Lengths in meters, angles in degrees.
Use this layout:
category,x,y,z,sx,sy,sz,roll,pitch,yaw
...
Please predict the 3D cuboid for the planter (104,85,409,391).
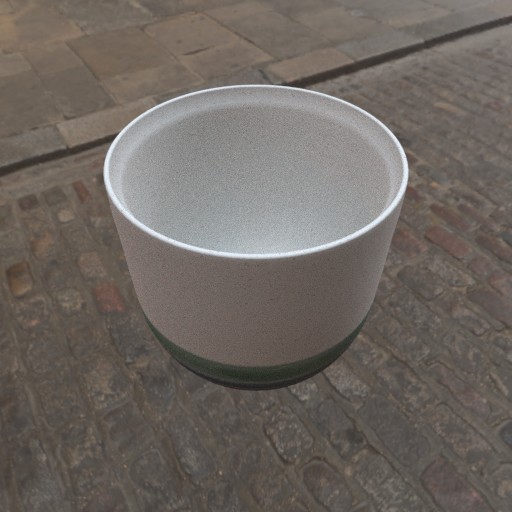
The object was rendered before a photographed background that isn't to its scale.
category,x,y,z,sx,sy,sz,roll,pitch,yaw
planter,0.000,0.000,0.492,0.268,0.270,0.268,0,46,0
